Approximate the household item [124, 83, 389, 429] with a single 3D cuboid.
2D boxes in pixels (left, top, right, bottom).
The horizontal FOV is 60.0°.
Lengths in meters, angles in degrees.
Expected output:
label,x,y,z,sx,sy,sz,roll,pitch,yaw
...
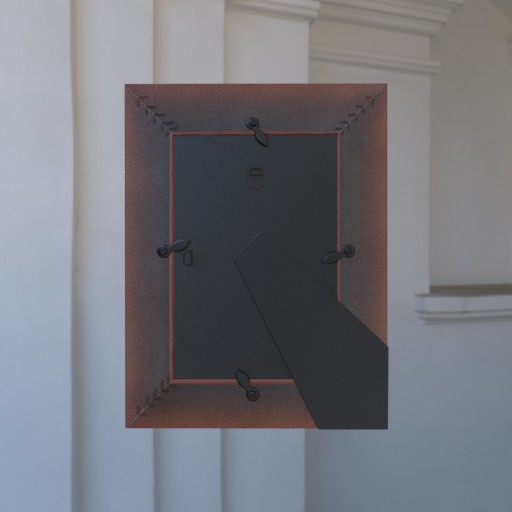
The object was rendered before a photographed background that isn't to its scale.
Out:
label,x,y,z,sx,sy,sz,roll,pitch,yaw
household item,0.000,0.000,0.288,0.165,0.216,0.025,0,0,0
